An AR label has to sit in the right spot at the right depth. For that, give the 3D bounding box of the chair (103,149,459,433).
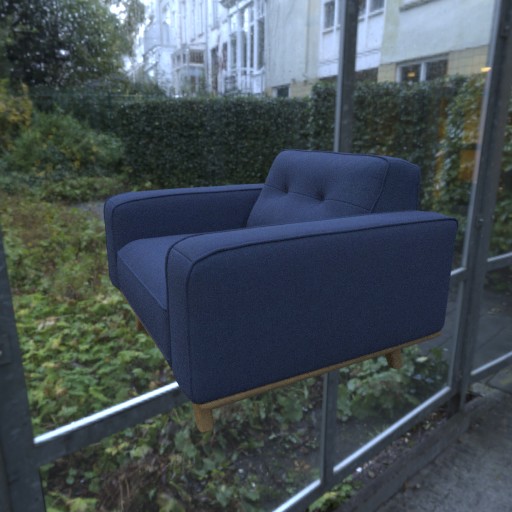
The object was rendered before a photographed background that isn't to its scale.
[{"bbox_3d":[0.000,0.000,1.729,0.953,0.783,1.118,-8,18,-27],"label":"chair"}]
